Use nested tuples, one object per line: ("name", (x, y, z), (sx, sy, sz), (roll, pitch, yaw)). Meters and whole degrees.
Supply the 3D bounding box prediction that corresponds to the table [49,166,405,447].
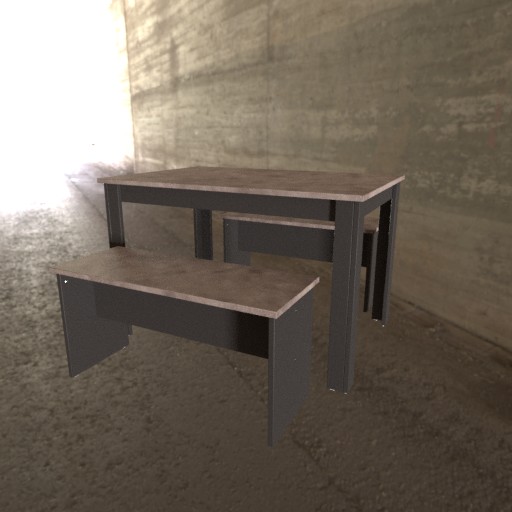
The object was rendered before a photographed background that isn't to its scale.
("table", (0.000, 0.000, 1.979), (1.100, 0.700, 1.443), (8, 18, 26))
